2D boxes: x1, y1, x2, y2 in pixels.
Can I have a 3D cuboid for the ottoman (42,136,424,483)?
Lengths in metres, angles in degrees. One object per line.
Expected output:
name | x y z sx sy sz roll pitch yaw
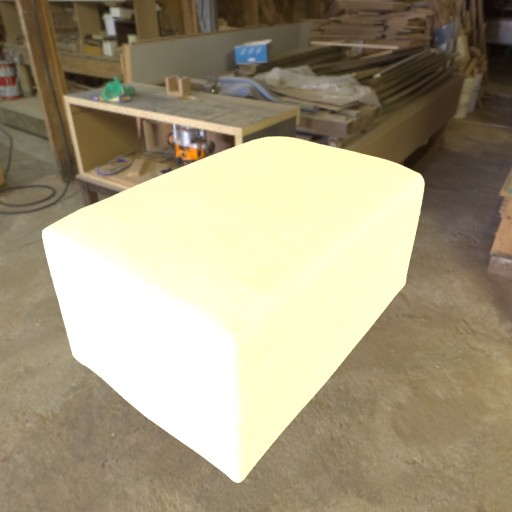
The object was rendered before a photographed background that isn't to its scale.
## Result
ottoman | 0.000 0.000 1.188 0.590 0.444 0.872 22 38 31
